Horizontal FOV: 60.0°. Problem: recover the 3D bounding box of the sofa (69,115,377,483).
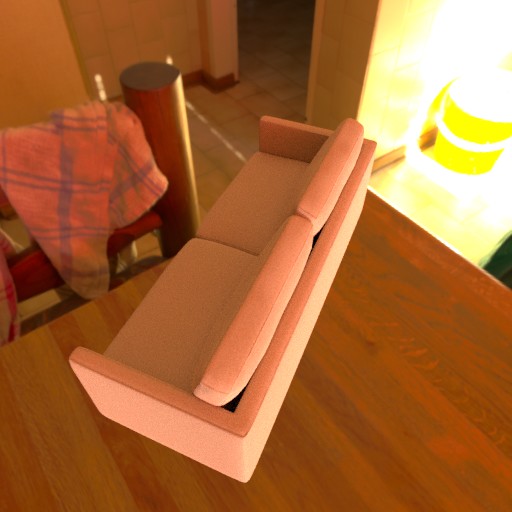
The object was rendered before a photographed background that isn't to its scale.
[{"bbox_3d":[0.000,0.000,2.849,0.951,0.968,2.361,18,51,16],"label":"sofa"}]
